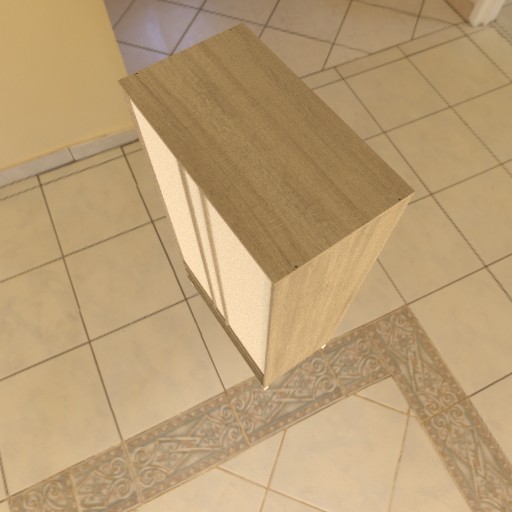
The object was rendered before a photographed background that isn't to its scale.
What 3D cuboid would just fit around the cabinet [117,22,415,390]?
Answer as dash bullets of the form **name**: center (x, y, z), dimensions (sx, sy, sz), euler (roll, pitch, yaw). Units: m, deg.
- **cabinet**: center (0.000, 0.000, 2.459), dimensions (0.571, 1.999, 1.006), euler (-32, 68, -14)
